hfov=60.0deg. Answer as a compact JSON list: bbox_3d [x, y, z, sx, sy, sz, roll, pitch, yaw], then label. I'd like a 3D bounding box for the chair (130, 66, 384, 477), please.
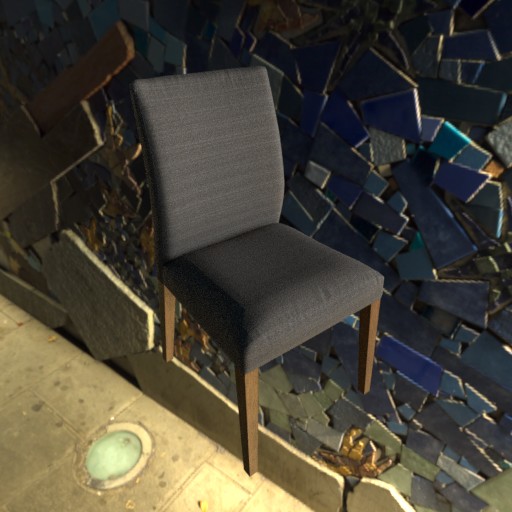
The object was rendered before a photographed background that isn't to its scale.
[{"bbox_3d":[0.000,0.000,1.288,0.496,0.940,0.585,-22,37,-32],"label":"chair"}]
